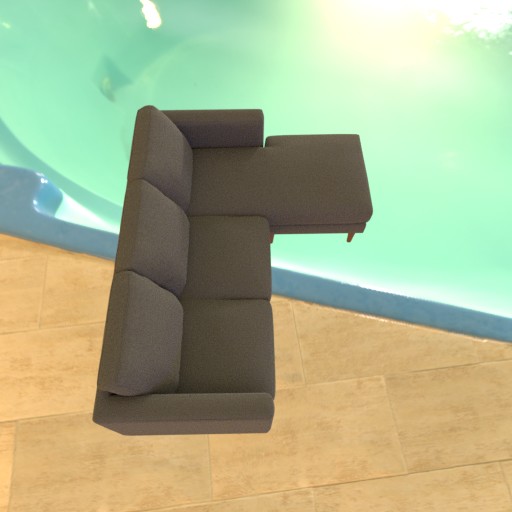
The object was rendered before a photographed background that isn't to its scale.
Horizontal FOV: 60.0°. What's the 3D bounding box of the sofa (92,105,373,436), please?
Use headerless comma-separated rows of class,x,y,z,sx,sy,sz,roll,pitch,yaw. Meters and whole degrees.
sofa,0.000,0.000,2.788,1.591,0.897,2.031,-1,62,0
